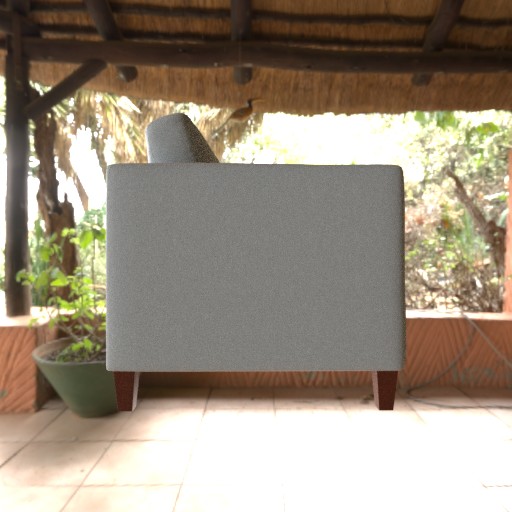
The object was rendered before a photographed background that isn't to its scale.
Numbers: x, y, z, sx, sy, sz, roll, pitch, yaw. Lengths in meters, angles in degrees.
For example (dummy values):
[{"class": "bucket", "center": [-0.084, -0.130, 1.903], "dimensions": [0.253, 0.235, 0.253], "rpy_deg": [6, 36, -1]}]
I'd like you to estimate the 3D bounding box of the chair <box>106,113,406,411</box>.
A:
[{"class": "chair", "center": [0.000, 0.000, 1.872], "dimensions": [0.953, 0.961, 1.107], "rpy_deg": [0, 0, -1]}]
